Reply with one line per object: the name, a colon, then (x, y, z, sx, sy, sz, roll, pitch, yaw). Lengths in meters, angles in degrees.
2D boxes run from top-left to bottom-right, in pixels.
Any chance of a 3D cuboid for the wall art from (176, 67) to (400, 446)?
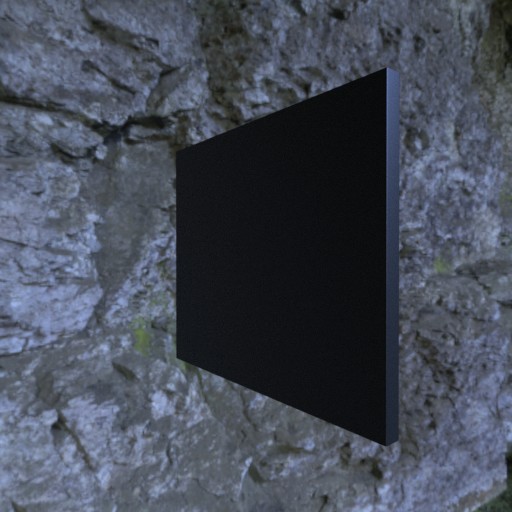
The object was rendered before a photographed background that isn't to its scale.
wall art: (0.000, 0.000, 0.762, 0.031, 0.457, 0.558, 0, 1, -37)
